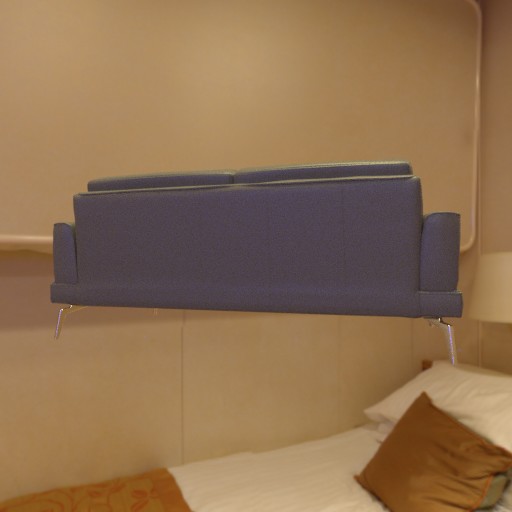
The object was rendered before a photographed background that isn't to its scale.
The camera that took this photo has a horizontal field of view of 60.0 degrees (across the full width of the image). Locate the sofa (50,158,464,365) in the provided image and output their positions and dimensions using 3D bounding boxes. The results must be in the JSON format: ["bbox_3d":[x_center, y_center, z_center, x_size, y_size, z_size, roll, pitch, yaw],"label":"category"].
[{"bbox_3d":[0.000,0.000,2.679,2.177,0.930,1.121,0,0,17],"label":"sofa"}]
